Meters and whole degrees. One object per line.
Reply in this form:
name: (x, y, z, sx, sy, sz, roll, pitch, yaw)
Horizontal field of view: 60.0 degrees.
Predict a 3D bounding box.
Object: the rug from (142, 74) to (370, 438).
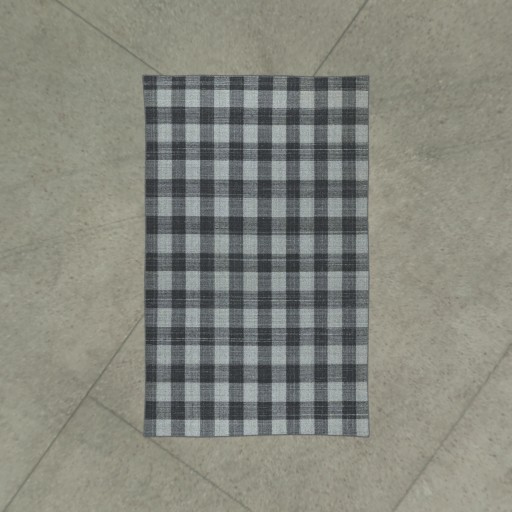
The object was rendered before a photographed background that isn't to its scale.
rug: (0.000, 0.000, 3.024, 1.554, 0.011, 2.476, 0, 90, 0)
